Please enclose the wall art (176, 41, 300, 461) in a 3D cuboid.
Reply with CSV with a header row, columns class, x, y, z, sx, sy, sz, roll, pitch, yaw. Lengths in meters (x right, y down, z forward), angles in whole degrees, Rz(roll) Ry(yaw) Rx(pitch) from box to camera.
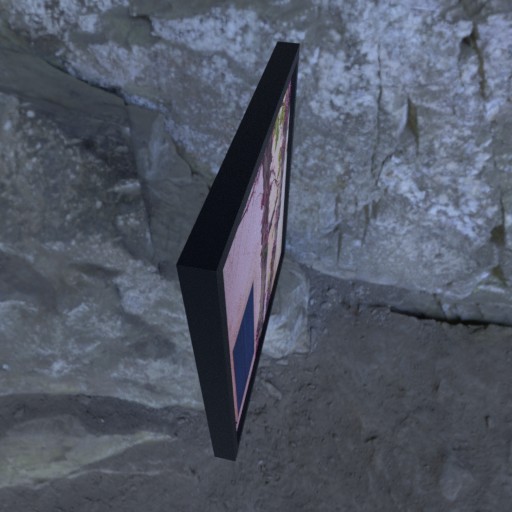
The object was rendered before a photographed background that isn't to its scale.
class,x,y,z,sx,sy,sz,roll,pitch,yaw
wall art,0.000,0.000,0.754,0.038,0.508,0.508,9,48,8
